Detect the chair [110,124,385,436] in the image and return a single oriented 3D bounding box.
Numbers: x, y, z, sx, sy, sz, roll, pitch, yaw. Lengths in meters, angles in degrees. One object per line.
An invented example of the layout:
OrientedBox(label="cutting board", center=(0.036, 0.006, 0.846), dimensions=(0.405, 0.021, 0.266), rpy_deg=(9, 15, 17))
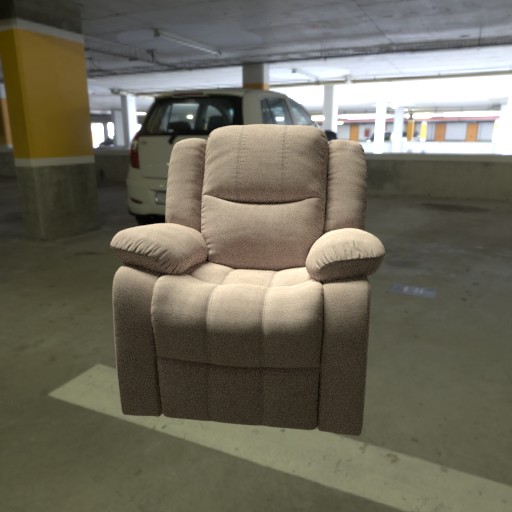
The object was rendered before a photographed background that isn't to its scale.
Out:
OrientedBox(label="chair", center=(0.000, 0.000, 1.739), dimensions=(0.899, 1.008, 0.944), rpy_deg=(2, 15, 8))
